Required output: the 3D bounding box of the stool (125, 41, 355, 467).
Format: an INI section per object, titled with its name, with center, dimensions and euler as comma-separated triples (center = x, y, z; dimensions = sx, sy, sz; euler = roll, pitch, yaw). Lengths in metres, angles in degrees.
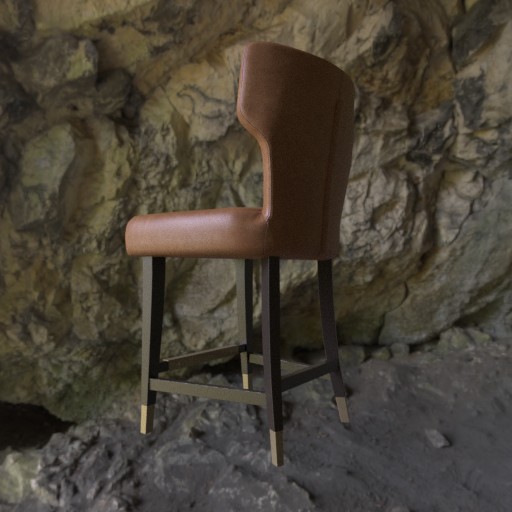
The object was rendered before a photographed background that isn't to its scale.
[stool]
center = 0.000, 0.000, 1.300
dimensions = 0.563, 0.982, 0.526
euler = -1, -2, 37
